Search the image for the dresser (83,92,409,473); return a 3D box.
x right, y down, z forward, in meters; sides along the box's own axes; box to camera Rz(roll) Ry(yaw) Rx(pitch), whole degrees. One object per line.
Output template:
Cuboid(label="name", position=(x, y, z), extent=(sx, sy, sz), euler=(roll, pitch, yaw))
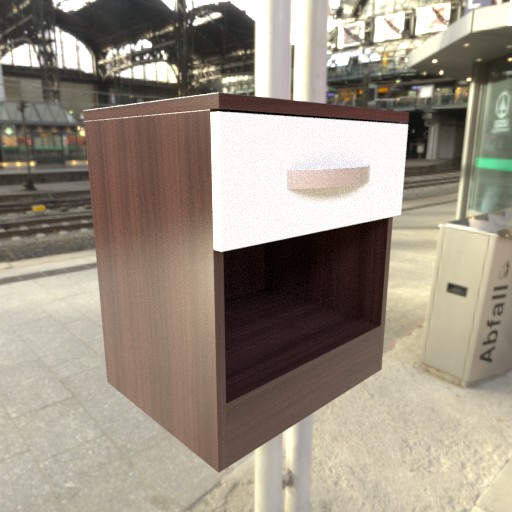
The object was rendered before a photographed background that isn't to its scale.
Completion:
Cuboid(label="dresser", position=(0.000, 0.000, 0.754), extent=(0.400, 0.470, 0.360), euler=(-13, 19, -42))
